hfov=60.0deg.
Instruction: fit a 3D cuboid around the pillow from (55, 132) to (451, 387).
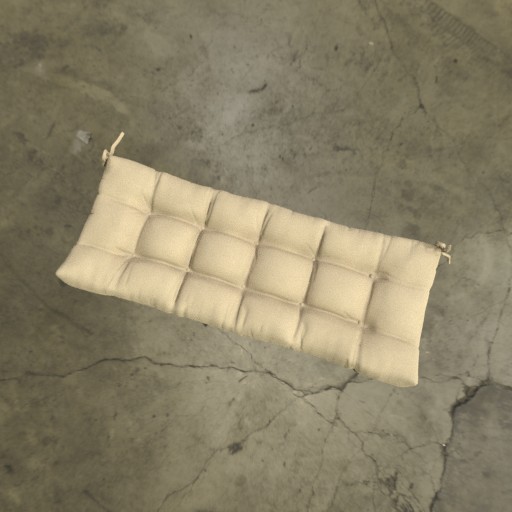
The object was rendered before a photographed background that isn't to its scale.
[{"bbox_3d":[0.000,0.000,1.390,1.194,0.174,0.511,16,76,4],"label":"pillow"}]
